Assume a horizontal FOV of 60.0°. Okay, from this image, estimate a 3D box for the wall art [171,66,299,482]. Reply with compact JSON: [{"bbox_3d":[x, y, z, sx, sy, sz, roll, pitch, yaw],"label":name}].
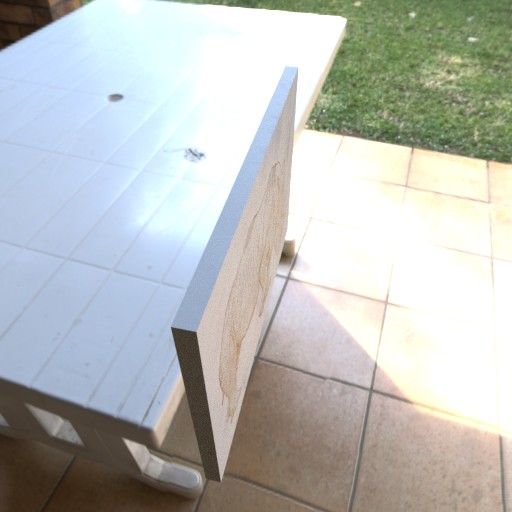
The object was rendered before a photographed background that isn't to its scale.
[{"bbox_3d":[0.000,0.000,1.147,0.038,0.610,0.915,9,46,9],"label":"wall art"}]
